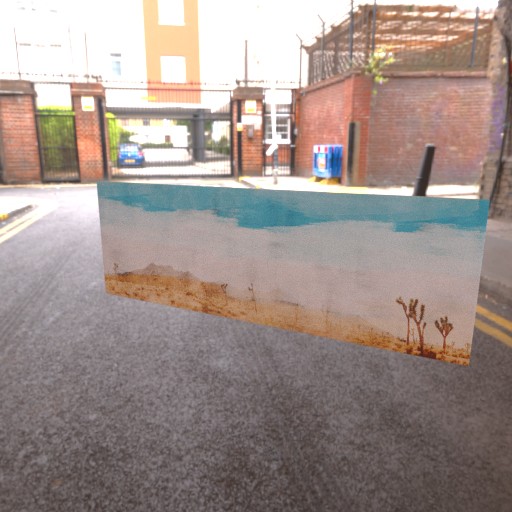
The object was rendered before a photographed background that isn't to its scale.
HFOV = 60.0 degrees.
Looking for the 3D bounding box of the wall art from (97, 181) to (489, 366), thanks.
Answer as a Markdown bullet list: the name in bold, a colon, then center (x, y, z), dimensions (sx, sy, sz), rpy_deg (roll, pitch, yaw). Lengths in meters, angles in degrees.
- **wall art**: center (0.000, 0.000, 0.839), dimensions (0.759, 0.254, 0.044), rpy_deg (7, 16, 27)
